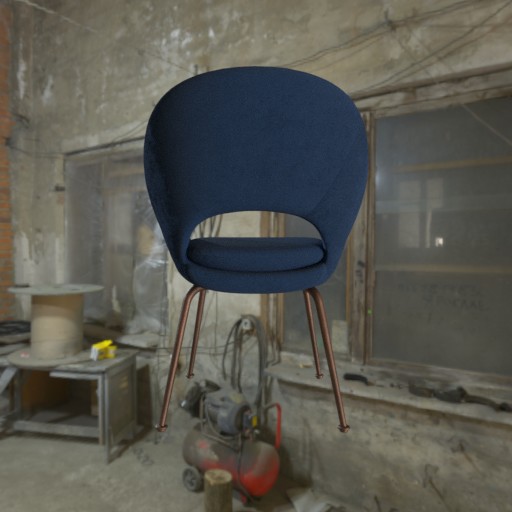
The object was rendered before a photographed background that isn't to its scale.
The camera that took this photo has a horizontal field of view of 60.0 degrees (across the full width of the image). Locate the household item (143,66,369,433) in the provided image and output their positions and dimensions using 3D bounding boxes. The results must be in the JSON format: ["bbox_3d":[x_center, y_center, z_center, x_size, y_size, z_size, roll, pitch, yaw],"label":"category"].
[{"bbox_3d":[0.000,0.000,1.256,0.623,0.852,0.573,0,1,0],"label":"household item"}]
